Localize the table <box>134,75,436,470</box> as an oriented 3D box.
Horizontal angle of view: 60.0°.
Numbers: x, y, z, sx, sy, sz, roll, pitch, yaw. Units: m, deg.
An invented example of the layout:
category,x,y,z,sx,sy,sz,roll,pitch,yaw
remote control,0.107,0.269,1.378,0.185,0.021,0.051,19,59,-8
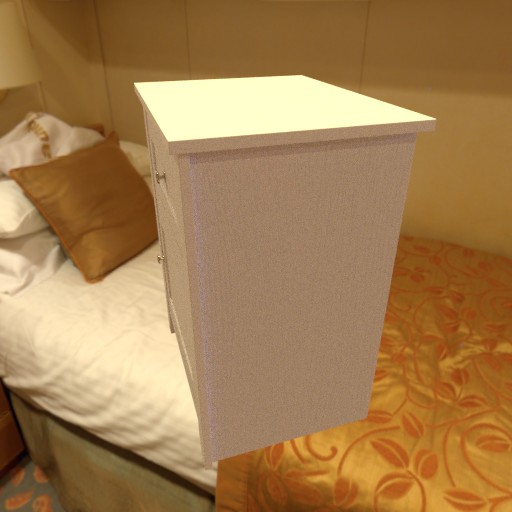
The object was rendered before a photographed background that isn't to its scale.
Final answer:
category,x,y,z,sx,sy,sz,roll,pitch,yaw
table,0.000,0.000,0.930,0.381,0.635,0.480,-9,31,-16
